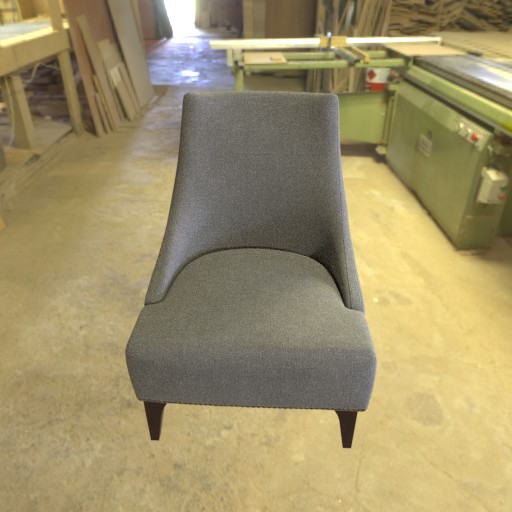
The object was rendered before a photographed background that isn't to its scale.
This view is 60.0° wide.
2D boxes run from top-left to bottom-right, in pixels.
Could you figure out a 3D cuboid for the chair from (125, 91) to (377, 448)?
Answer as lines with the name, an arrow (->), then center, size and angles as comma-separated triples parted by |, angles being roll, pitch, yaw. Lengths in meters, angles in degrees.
chair -> 0.000, 0.000, 1.490 | 0.701, 0.909, 0.861 | 1, 32, 2
